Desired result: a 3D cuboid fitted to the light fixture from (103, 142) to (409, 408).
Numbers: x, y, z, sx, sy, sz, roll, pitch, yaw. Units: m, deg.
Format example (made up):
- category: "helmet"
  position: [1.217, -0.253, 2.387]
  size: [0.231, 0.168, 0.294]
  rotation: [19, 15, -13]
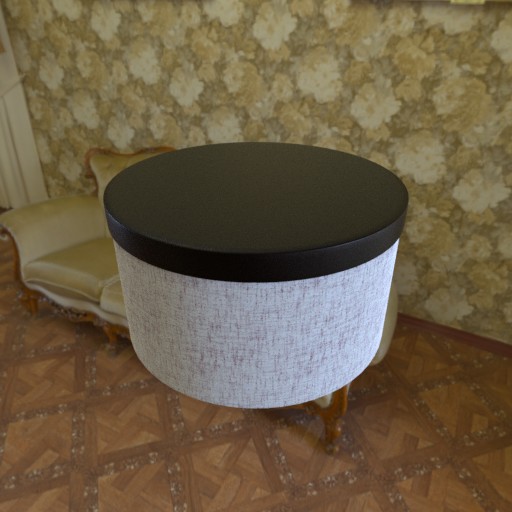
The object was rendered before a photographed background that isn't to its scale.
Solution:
- category: "light fixture"
  position: [0.000, 0.000, 0.644]
  size: [0.389, 0.229, 0.389]
  rotation: [0, 30, 0]
